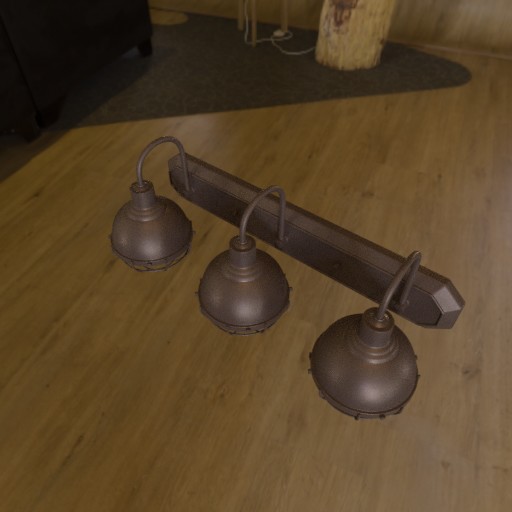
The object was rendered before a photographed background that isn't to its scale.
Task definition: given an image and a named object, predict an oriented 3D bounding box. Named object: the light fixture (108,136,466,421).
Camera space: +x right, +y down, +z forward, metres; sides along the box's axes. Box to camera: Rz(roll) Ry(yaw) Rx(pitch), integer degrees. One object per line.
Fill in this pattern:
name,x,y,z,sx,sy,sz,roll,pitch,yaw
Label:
light fixture,0.000,0.000,0.755,0.634,0.254,0.229,30,53,26
